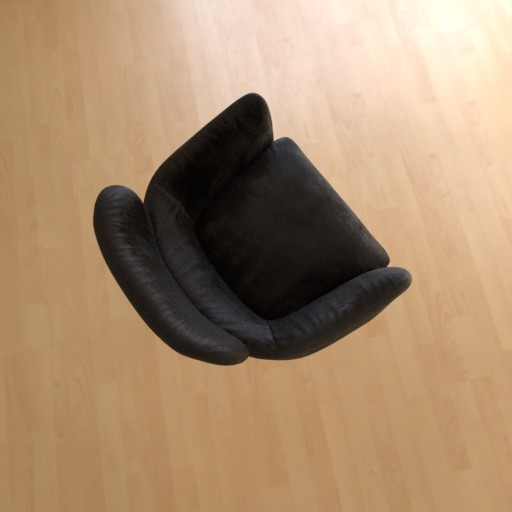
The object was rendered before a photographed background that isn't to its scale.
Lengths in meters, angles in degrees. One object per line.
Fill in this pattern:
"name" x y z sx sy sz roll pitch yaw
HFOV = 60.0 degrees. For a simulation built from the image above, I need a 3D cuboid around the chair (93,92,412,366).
"chair" 0.000 0.000 1.249 0.604 0.818 0.640 -35 78 -8
